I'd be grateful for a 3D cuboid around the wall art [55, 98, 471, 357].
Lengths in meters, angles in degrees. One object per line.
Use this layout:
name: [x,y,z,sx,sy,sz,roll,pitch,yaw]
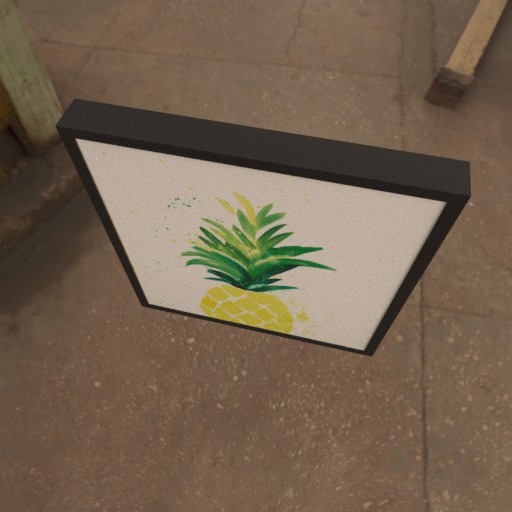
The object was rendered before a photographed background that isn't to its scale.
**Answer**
wall art: [0.000,0.000,0.453,0.305,0.304,0.033,11,58,7]
